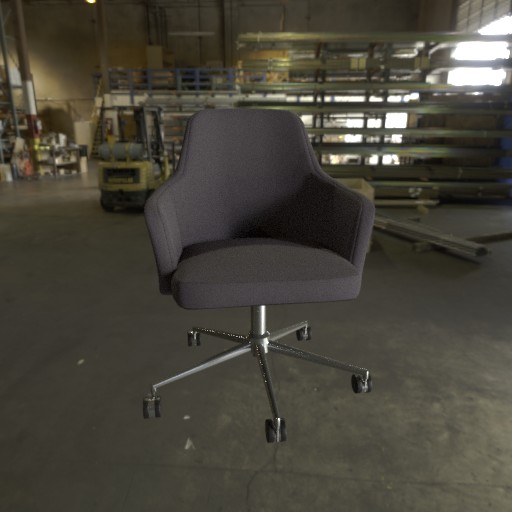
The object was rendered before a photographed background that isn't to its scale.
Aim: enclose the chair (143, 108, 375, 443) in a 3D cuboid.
[{"bbox_3d":[0.000,0.000,1.265,0.655,0.820,0.600,-2,17,-8],"label":"chair"}]
